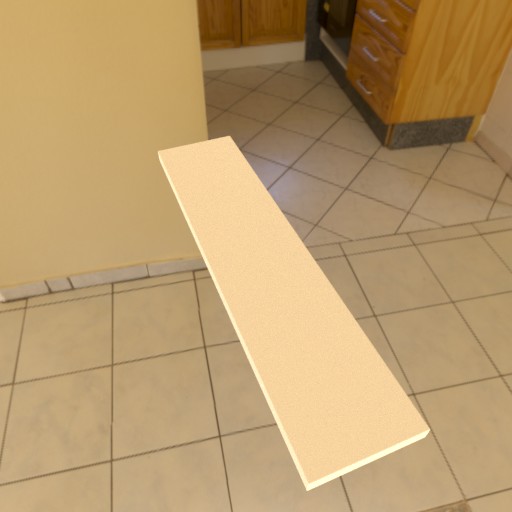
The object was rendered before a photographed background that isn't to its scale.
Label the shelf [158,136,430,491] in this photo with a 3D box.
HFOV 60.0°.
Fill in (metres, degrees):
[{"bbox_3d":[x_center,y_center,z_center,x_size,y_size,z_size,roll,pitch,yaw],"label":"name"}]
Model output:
[{"bbox_3d":[0.000,0.000,0.639,0.140,0.020,0.610,-16,48,-15],"label":"shelf"}]
